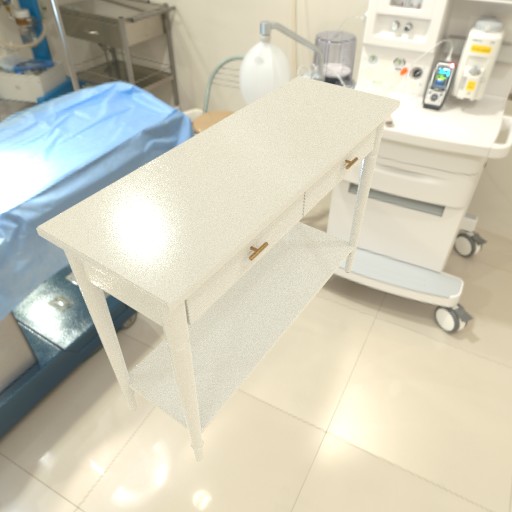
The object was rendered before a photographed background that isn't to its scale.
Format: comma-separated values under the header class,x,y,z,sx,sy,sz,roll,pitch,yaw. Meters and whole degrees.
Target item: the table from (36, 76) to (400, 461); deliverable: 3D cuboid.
class,x,y,z,sx,sy,sz,roll,pitch,yaw
table,0.000,0.000,1.422,0.381,0.749,1.067,25,48,25
